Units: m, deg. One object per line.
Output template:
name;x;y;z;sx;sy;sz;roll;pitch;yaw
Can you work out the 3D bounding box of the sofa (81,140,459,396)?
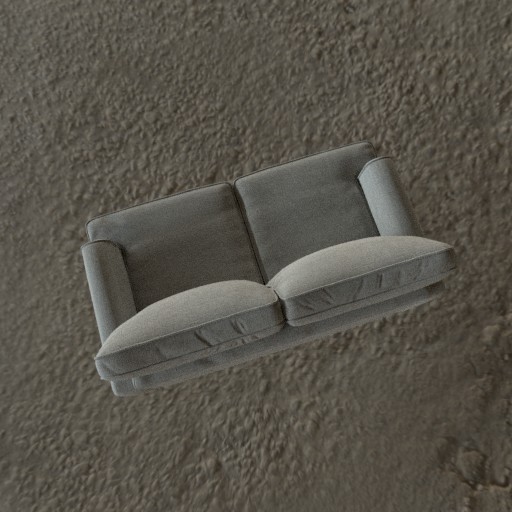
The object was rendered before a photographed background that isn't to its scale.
sofa;0.000;0.000;2.268;1.651;0.965;0.965;-17;76;-4
